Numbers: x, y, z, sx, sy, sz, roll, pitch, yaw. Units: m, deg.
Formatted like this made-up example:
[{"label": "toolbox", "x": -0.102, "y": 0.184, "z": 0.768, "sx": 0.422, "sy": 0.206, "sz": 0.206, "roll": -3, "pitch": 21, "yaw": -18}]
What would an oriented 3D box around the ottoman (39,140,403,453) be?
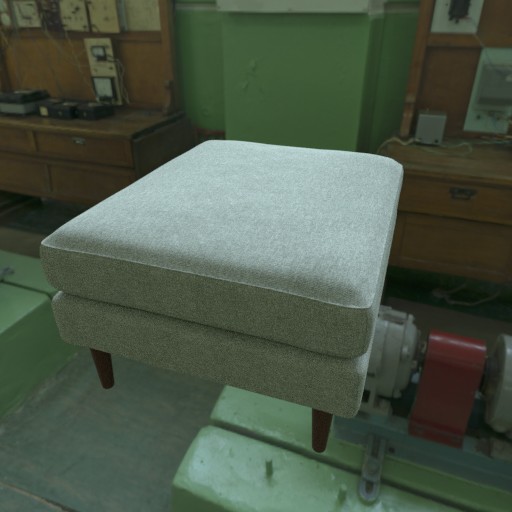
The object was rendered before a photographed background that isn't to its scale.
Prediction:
[{"label": "ottoman", "x": 0.000, "y": 0.000, "z": 1.225, "sx": 0.693, "sy": 0.474, "sz": 0.821, "roll": 10, "pitch": 31, "yaw": 17}]
